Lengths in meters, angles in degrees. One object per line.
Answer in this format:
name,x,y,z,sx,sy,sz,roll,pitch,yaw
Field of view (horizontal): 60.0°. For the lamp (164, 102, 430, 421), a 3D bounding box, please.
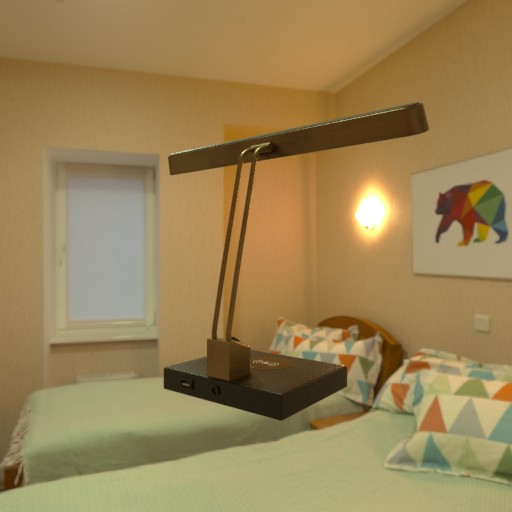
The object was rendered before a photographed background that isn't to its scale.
lamp,0.000,0.000,0.579,0.412,0.345,0.156,0,0,38
